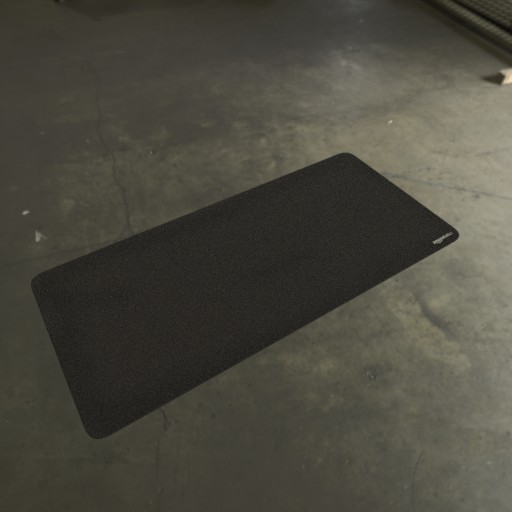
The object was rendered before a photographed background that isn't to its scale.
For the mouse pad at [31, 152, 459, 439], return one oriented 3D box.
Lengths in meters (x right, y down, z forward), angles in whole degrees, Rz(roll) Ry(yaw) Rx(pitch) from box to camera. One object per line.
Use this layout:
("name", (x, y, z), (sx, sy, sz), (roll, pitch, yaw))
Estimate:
("mouse pad", (0.000, 0.000, 1.008), (0.907, 0.003, 0.424), (-25, 52, -22))
